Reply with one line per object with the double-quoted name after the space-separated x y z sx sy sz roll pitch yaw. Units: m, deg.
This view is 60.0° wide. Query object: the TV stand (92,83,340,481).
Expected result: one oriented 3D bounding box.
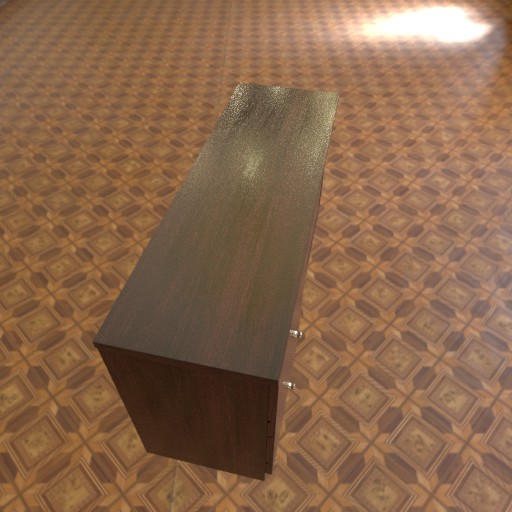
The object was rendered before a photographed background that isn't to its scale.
0.000 0.000 1.486 0.404 0.614 1.192 9 47 9 "TV stand"
